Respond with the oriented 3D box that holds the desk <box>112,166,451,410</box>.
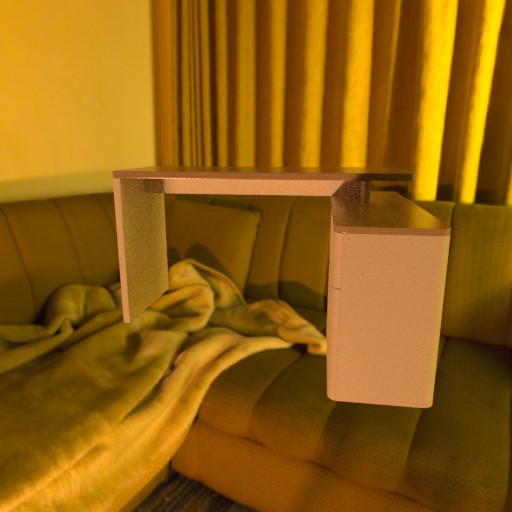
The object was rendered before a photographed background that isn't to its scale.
[{"bbox_3d":[0.000,0.000,2.075,1.400,0.770,1.175,2,14,8],"label":"desk"}]
